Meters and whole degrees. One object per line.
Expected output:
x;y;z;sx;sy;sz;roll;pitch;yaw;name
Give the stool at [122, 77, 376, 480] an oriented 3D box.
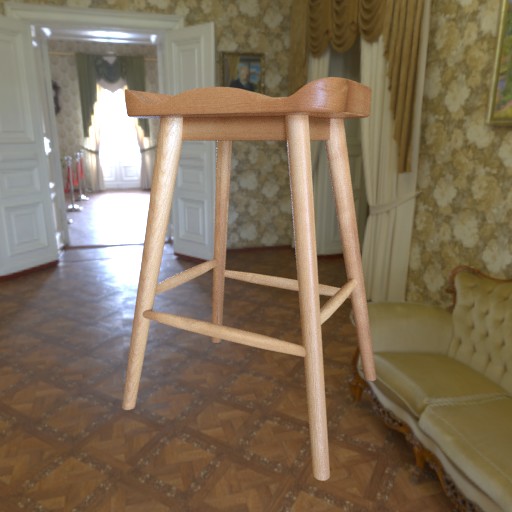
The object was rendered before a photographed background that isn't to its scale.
0.000;0.000;0.877;0.440;0.615;0.361;8;17;26;stool
